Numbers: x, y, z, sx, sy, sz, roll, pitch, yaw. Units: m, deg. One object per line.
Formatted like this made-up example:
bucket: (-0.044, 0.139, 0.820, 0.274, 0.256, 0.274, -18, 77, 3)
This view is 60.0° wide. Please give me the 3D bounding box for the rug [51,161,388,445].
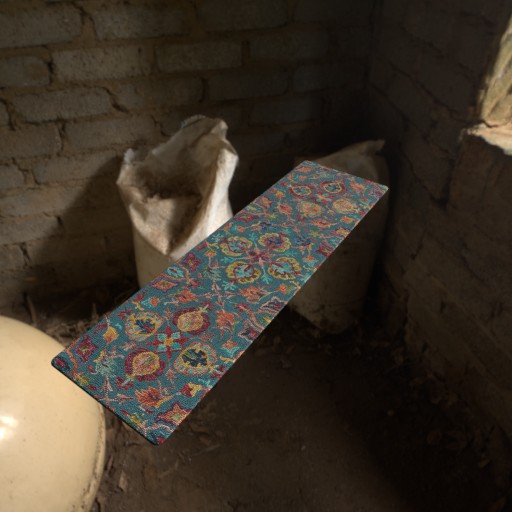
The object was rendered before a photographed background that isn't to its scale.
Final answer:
rug: (0.000, 0.000, 2.558, 0.686, 0.013, 2.286, 25, 46, 26)
